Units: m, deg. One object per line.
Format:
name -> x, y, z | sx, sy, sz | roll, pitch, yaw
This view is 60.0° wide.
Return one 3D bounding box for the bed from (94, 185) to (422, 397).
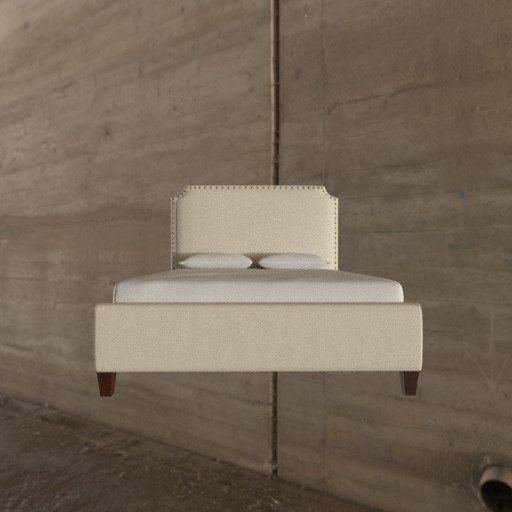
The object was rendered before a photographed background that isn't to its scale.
bed -> 0.000, 0.000, 3.431 | 1.712, 1.443, 2.372 | 0, 0, -1
